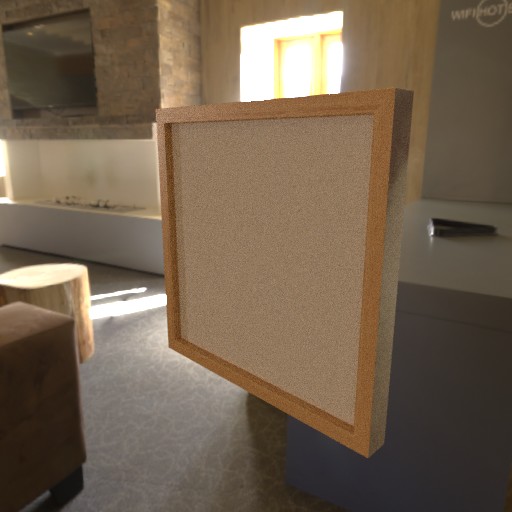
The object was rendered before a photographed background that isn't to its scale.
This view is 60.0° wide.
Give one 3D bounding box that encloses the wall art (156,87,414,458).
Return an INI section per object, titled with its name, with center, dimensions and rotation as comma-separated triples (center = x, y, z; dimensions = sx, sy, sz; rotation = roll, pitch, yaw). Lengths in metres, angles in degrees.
[wall art]
center = 0.000, 0.000, 0.460
dimensions = 0.303, 0.303, 0.028
rotation = 14, 20, 43
